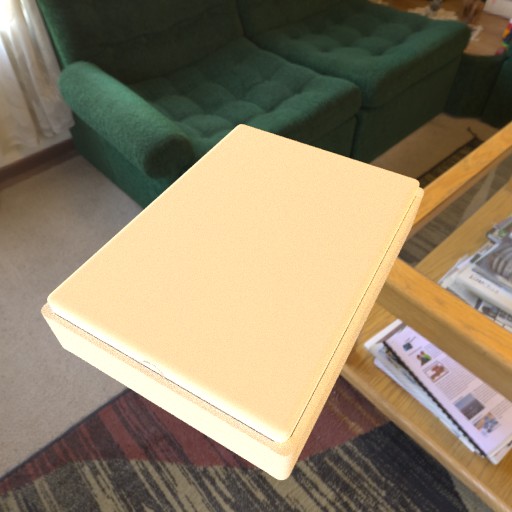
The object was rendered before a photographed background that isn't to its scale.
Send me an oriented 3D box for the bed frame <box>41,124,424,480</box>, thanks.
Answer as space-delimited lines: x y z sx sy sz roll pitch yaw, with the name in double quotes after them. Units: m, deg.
0.000 0.000 2.590 1.400 0.406 1.900 23 52 20 "bed frame"
